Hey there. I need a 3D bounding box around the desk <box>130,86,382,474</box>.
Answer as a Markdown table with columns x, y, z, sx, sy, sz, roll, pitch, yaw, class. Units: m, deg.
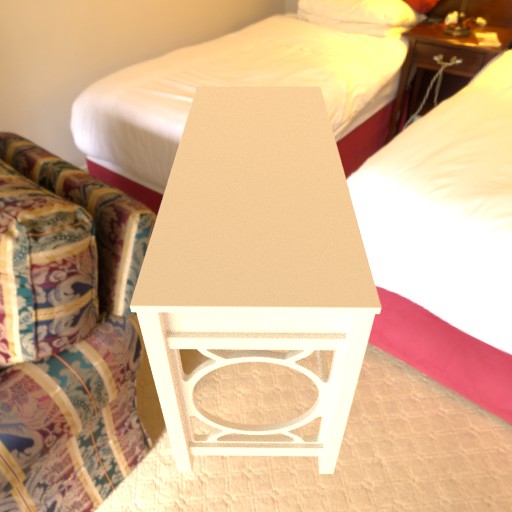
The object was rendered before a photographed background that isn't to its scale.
| x | y | z | sx | sy | sz | roll | pitch | yaw | class |
| --- | --- | --- | --- | --- | --- | --- | --- | --- | --- |
| 0.000 | 0.000 | 1.567 | 0.504 | 0.762 | 1.191 | 0 | 41 | 0 | desk |
